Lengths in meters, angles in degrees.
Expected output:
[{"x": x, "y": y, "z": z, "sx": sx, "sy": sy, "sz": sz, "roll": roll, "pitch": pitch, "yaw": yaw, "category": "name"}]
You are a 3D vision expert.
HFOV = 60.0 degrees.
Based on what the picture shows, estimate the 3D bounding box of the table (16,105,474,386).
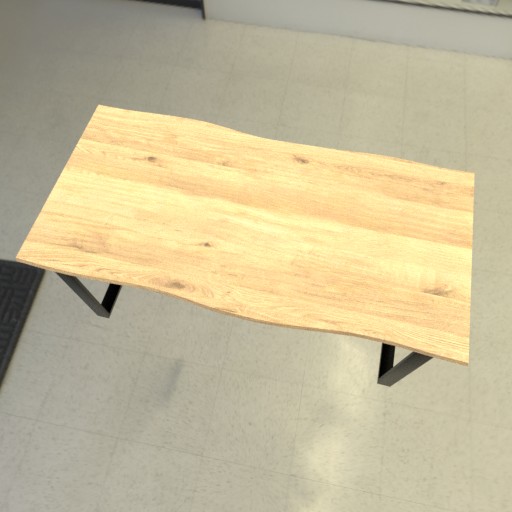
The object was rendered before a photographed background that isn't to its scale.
[{"x": 0.000, "y": 0.000, "z": 2.222, "sx": 1.800, "sy": 0.780, "sz": 0.900, "roll": 12, "pitch": 64, "yaw": 6, "category": "table"}]
